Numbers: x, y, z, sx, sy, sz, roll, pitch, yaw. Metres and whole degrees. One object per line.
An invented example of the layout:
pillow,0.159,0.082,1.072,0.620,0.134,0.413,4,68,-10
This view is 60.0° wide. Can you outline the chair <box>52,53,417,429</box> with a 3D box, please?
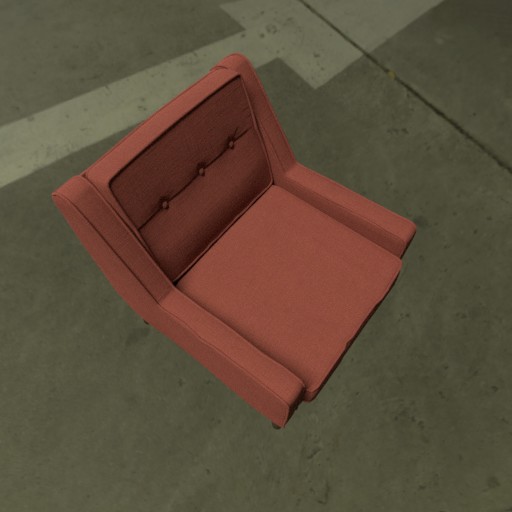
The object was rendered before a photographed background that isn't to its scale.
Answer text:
chair,0.000,0.000,1.373,0.770,0.812,0.680,34,65,18
